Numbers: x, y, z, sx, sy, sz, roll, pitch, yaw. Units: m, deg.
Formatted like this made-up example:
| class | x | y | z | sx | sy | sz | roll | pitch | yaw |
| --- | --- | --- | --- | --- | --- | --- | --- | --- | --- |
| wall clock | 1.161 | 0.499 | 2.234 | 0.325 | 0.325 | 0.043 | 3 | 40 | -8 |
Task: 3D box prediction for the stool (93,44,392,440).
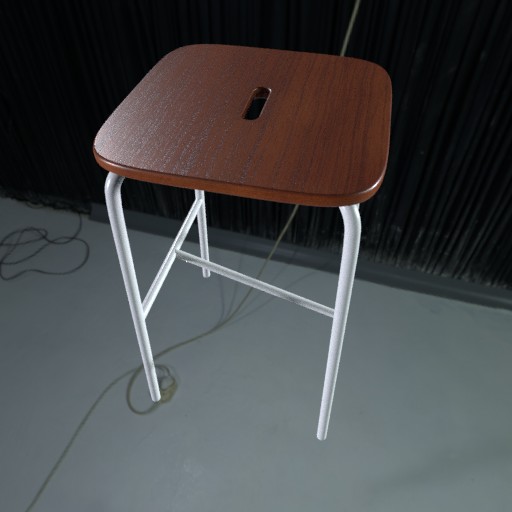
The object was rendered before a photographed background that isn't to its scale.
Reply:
| class | x | y | z | sx | sy | sz | roll | pitch | yaw |
| --- | --- | --- | --- | --- | --- | --- | --- | --- | --- |
| stool | 0.000 | 0.000 | 0.824 | 0.376 | 0.610 | 0.376 | 10 | 48 | 9 |
